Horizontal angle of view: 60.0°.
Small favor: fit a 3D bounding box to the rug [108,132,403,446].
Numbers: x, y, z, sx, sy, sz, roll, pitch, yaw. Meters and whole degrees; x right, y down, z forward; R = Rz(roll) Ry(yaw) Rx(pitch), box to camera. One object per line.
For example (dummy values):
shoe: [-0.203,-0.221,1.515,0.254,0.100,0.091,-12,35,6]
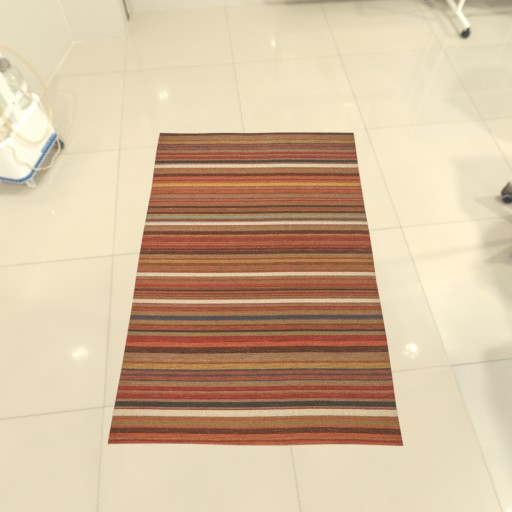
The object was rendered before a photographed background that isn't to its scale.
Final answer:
rug: [0.000,0.000,2.298,1.217,0.007,1.828,0,58,0]
